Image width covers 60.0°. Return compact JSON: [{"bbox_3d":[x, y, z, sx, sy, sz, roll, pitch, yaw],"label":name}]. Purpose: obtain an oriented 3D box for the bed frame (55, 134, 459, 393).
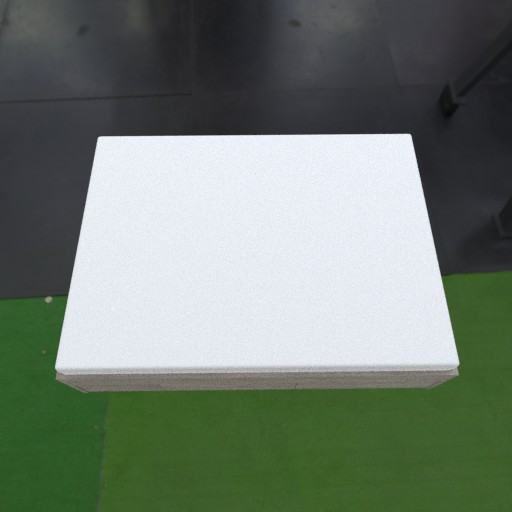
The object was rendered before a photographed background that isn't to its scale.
[{"bbox_3d":[0.000,0.000,2.589,1.944,0.490,1.448,-1,64,0],"label":"bed frame"}]
